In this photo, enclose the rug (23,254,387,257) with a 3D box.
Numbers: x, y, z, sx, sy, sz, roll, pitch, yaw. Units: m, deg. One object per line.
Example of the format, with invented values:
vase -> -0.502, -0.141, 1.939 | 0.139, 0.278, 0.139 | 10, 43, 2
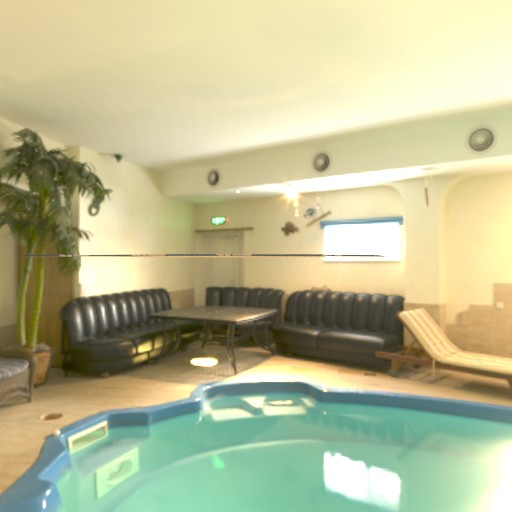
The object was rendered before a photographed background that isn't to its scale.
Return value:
rug -> 0.000, 0.000, 2.743 | 1.524, 0.013, 2.135 | 0, 0, 18
